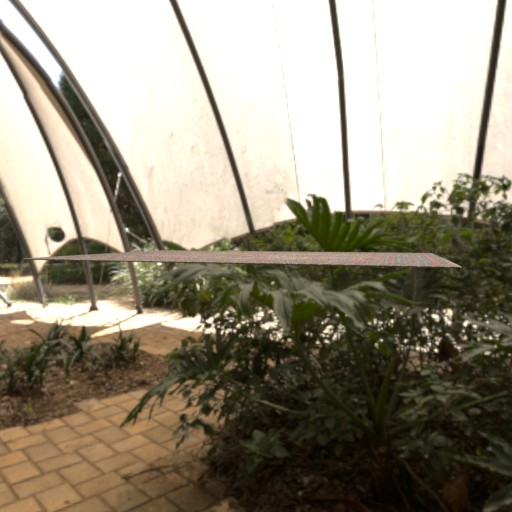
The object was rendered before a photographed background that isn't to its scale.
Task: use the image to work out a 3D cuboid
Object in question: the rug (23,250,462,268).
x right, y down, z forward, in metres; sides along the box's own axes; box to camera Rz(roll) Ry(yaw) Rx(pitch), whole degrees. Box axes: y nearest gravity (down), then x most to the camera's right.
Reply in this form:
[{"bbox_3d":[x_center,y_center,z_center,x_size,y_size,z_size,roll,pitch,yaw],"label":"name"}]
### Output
[{"bbox_3d":[0.000,0.000,3.694,2.890,0.013,2.005,1,3,18],"label":"rug"}]
